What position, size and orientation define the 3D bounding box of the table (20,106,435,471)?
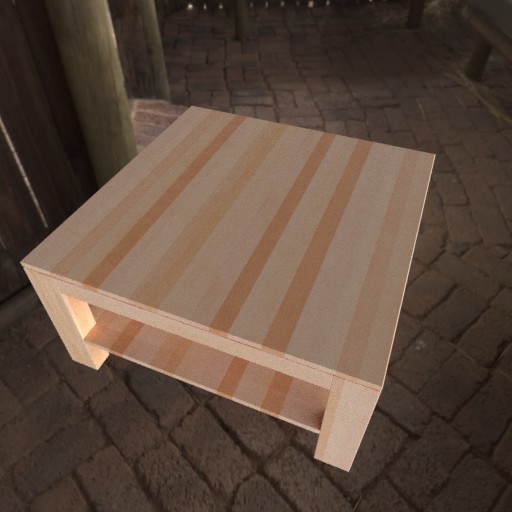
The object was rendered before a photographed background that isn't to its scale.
[{"bbox_3d":[0.000,0.000,1.434,0.900,0.450,0.900,16,47,16],"label":"table"}]
